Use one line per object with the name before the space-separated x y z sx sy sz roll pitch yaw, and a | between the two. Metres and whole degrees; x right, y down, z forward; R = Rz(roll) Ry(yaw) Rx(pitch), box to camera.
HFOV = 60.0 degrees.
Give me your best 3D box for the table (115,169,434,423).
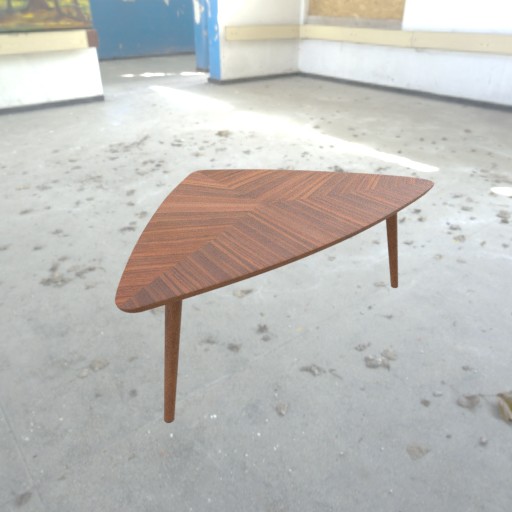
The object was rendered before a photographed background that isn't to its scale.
table | 0.000 0.000 1.313 1.008 0.365 0.601 -22 37 -33
